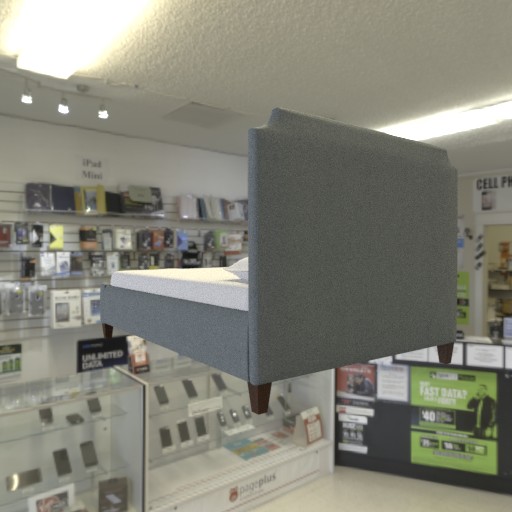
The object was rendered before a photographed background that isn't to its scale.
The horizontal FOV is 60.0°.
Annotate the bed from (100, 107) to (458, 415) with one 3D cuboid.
[{"bbox_3d":[0.000,0.000,3.432,1.712,1.443,2.372,0,1,-36],"label":"bed"}]
